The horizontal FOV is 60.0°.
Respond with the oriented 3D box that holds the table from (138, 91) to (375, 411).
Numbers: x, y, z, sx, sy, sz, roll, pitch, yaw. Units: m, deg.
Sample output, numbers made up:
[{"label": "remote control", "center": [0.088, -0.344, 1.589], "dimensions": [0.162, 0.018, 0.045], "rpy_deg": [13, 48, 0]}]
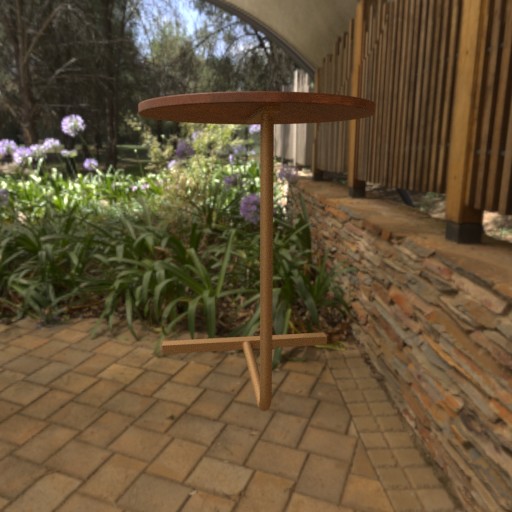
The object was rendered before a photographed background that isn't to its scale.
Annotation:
[{"label": "table", "center": [0.000, 0.000, 1.112], "dimensions": [0.530, 0.706, 0.577], "rpy_deg": [-2, 13, -7]}]
